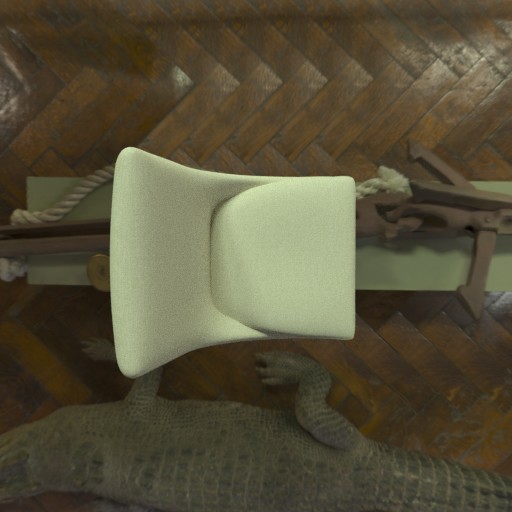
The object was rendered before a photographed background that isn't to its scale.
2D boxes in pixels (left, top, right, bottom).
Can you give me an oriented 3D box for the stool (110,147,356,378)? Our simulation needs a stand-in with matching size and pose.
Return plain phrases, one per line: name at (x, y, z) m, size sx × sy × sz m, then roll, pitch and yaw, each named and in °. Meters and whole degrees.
stool at (0.000, 0.000, 1.382) m, size 0.559 × 1.097 × 0.470 m, roll 0°, pitch 91°, yaw 0°
